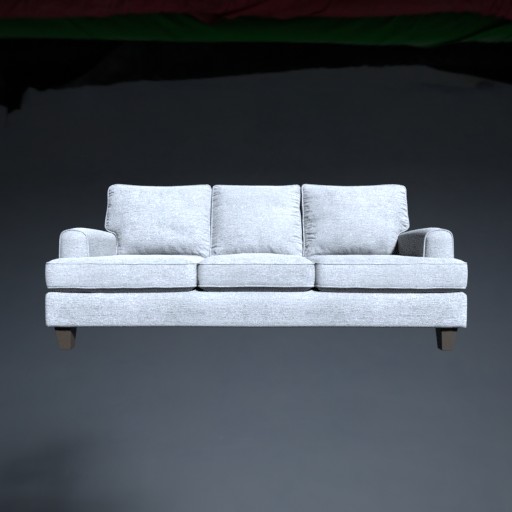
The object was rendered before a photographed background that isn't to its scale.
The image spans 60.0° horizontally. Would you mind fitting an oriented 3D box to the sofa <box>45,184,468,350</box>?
[{"bbox_3d":[0.000,0.000,2.685,2.158,0.965,0.951,0,0,1],"label":"sofa"}]
